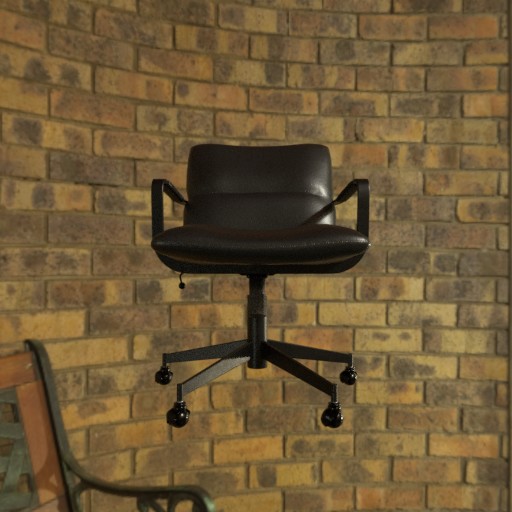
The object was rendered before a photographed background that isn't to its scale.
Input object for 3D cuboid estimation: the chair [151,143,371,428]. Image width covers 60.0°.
[{"bbox_3d":[0.000,0.000,1.470,0.719,0.922,0.748,0,0,0],"label":"chair"}]
